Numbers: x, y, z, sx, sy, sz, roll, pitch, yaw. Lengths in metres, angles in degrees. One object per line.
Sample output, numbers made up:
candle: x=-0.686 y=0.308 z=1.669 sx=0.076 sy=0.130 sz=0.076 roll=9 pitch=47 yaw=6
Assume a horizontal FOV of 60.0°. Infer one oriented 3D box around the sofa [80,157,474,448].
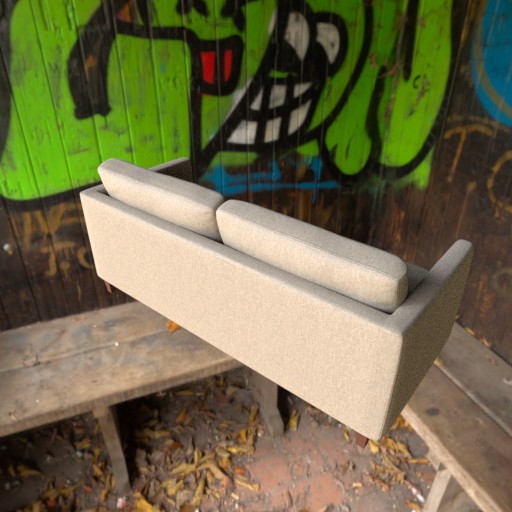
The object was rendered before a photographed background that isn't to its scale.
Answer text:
sofa: x=0.000 y=0.000 z=2.698 sx=2.208 sy=0.963 sz=0.956 roll=23 pitch=38 yaw=33
